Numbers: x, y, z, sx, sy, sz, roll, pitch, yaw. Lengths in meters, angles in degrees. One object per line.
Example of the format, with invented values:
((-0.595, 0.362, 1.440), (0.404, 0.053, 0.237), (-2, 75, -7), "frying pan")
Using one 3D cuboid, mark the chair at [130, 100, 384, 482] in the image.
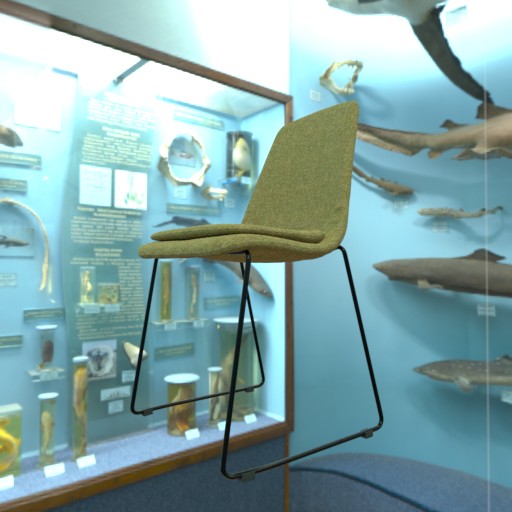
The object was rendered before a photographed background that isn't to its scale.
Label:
((0.000, 0.000, 1.138), (0.496, 0.849, 0.479), (1, -1, -37), "chair")
